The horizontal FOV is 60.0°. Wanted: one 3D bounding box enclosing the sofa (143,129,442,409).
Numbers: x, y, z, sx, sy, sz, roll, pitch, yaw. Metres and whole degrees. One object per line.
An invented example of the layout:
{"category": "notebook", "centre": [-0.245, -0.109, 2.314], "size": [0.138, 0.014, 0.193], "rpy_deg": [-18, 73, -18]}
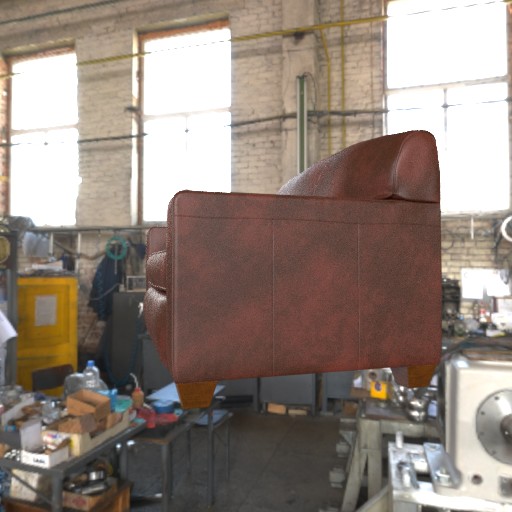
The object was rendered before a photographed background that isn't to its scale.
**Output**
{"category": "sofa", "centre": [0.000, 0.000, 2.079], "size": [1.000, 0.956, 1.413], "rpy_deg": [0, -2, -17]}
